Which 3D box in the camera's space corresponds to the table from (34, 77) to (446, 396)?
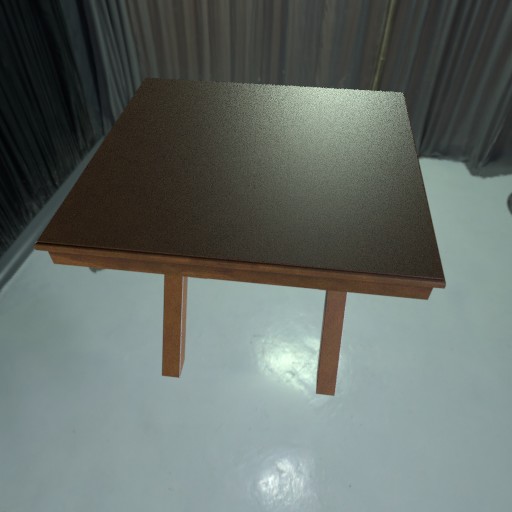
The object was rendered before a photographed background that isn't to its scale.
[{"bbox_3d":[0.000,0.000,1.030,0.602,0.562,0.560,5,47,5],"label":"table"}]
